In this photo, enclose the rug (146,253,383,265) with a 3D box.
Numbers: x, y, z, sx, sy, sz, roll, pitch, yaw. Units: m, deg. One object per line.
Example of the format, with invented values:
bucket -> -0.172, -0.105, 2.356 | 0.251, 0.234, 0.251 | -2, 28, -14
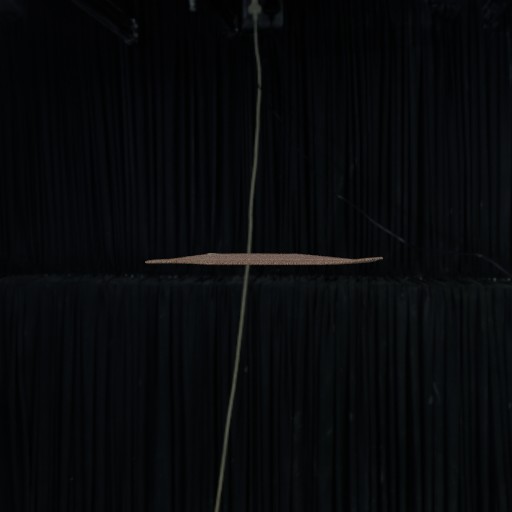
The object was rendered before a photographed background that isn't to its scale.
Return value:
rug -> 0.000, 0.000, 2.691 | 0.799, 0.030, 2.444 | 0, 1, -1
